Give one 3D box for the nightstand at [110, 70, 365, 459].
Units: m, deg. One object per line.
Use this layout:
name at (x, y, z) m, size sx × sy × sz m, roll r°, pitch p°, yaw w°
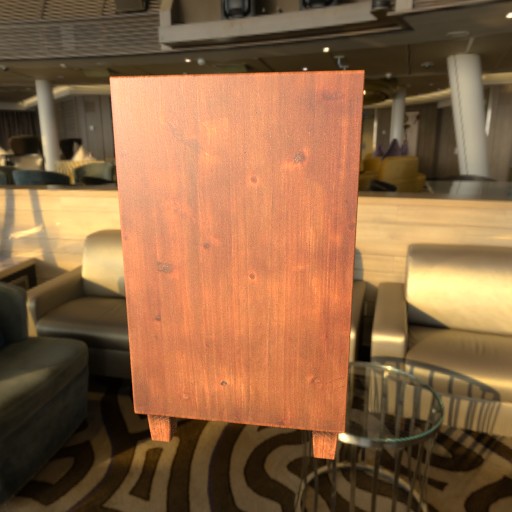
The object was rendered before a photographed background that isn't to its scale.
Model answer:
nightstand at (0.000, 0.000, 0.991) m, size 0.410 × 0.695 × 0.465 m, roll 2°, pitch 14°, yaw 9°
